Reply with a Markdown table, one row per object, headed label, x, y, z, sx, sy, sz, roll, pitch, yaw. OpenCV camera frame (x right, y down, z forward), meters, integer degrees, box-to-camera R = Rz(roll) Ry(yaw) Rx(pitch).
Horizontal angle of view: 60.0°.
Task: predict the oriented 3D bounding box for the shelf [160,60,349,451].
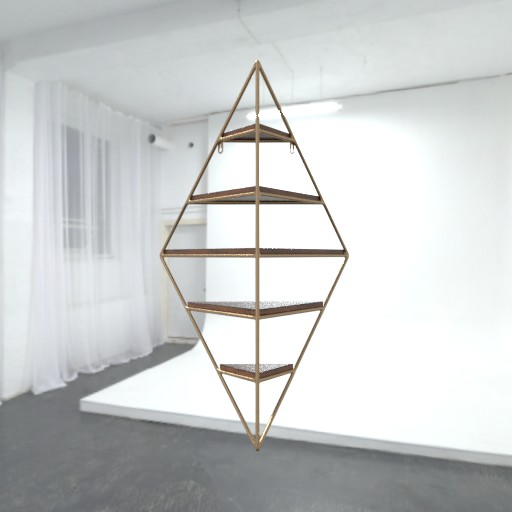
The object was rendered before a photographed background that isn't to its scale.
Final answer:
| label | x | y | z | sx | sy | sz | roll | pitch | yaw |
| --- | --- | --- | --- | --- | --- | --- | --- | --- | --- |
| shelf | 0.000 | 0.000 | 1.178 | 0.564 | 0.913 | 0.294 | 0 | 0 | -1 |
